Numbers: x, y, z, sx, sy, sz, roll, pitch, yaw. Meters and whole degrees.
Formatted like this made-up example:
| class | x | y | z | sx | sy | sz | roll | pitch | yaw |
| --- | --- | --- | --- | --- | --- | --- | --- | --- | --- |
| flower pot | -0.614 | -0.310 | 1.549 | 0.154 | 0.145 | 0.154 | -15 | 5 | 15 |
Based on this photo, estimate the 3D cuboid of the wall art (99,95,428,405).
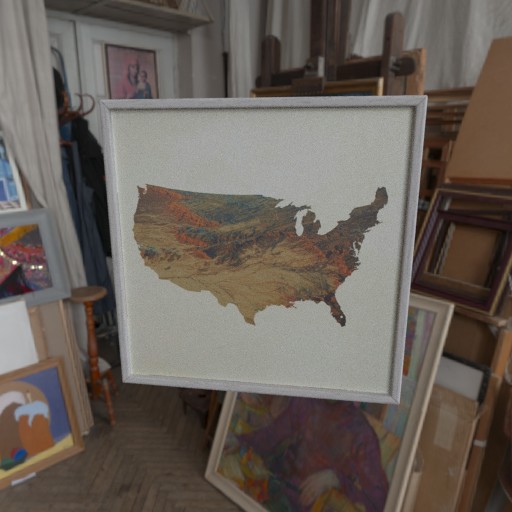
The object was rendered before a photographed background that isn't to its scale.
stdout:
| class | x | y | z | sx | sy | sz | roll | pitch | yaw |
| --- | --- | --- | --- | --- | --- | --- | --- | --- | --- |
| wall art | 0.000 | 0.000 | 1.917 | 1.287 | 1.288 | 0.078 | 2 | 15 | 8 |
